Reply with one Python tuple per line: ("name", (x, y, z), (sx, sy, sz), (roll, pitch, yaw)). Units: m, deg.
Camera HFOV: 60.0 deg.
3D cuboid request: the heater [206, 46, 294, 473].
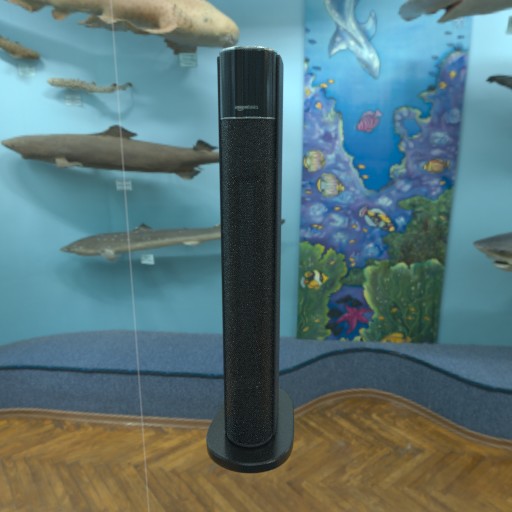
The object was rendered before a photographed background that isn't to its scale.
("heater", (0.000, 0.000, 1.062), (0.214, 0.856, 0.458), (2, 15, 8))
